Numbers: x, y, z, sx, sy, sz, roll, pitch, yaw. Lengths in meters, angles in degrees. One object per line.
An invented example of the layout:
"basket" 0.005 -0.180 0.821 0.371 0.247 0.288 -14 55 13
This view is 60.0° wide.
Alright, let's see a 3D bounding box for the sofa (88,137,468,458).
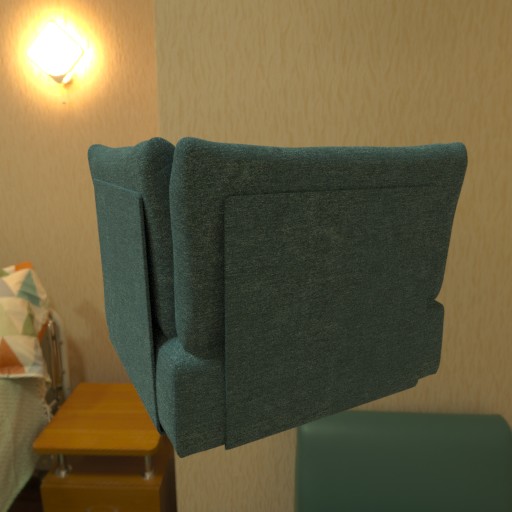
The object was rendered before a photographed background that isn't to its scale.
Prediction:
"sofa" 0.000 0.000 1.646 1.000 0.820 1.000 -7 15 -27
